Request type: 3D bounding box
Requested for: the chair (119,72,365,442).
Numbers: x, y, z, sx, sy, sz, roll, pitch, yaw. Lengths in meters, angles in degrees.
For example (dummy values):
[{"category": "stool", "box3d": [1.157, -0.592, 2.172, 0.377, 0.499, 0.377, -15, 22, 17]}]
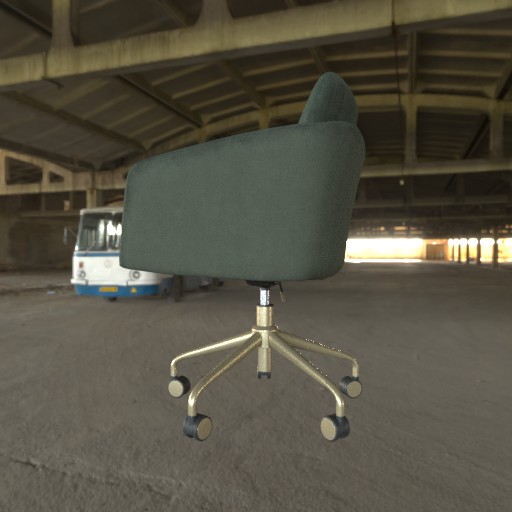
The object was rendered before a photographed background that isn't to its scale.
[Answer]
[{"category": "chair", "box3d": [0.000, 0.000, 1.347, 0.635, 0.908, 0.641, 0, 1, 18]}]
